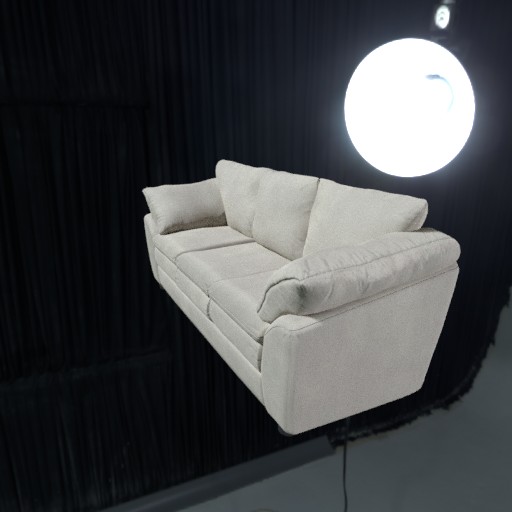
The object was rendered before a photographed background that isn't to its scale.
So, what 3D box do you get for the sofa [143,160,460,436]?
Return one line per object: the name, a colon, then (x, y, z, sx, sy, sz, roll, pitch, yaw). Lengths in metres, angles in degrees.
sofa: (0.000, 0.000, 2.740, 0.878, 0.996, 2.334, -8, 19, -26)
